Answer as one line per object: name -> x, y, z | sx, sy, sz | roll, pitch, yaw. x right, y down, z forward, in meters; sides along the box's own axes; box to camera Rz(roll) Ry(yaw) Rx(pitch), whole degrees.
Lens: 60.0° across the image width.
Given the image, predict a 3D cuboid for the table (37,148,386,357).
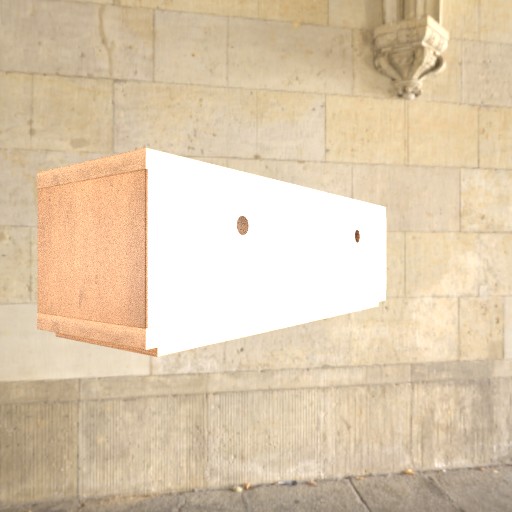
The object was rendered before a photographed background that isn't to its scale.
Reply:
table -> 0.000, 0.000, 1.763 | 0.499, 0.491, 1.499 | 0, 0, 37
